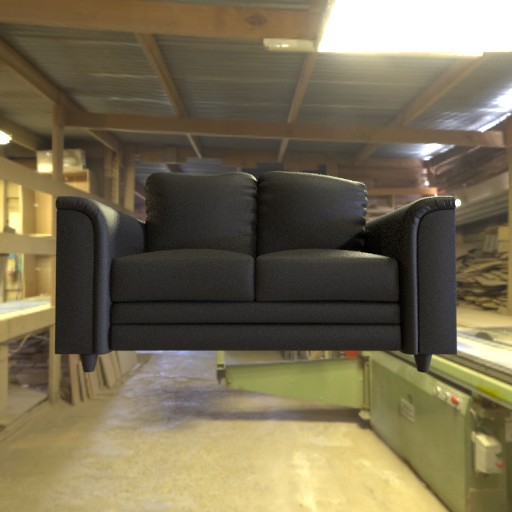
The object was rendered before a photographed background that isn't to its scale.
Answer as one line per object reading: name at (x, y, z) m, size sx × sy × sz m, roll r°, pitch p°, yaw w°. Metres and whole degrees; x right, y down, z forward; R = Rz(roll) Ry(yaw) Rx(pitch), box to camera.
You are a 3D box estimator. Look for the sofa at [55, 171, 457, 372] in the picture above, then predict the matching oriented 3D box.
sofa at (0.000, 0.000, 1.957) m, size 1.386 × 0.845 × 0.887 m, roll 0°, pitch -2°, yaw 0°
